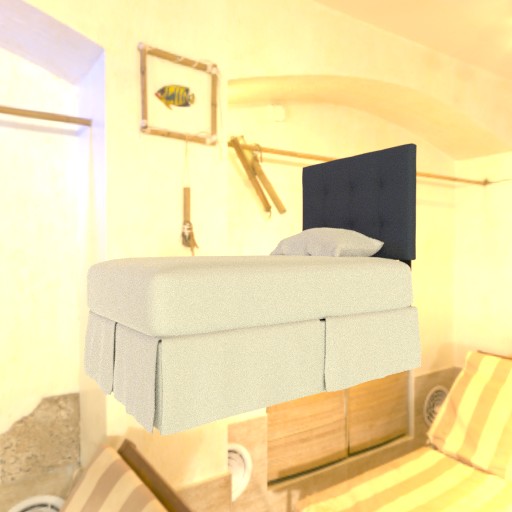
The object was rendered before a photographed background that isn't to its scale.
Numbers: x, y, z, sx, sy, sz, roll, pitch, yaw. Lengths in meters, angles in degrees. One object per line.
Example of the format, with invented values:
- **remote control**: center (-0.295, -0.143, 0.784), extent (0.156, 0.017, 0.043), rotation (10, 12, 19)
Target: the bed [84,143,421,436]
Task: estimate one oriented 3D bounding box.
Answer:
- **bed**: center (0.000, 0.000, 2.999), extent (1.997, 1.571, 1.261), rotation (-1, 1, -35)
